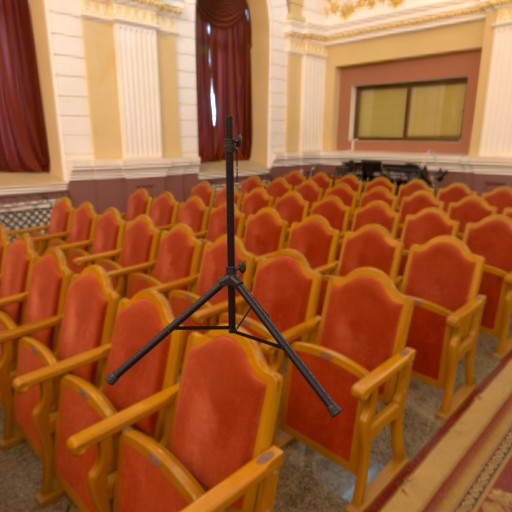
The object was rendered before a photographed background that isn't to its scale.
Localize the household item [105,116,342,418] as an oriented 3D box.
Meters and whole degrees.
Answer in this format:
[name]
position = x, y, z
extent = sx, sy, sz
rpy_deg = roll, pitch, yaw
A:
[household item]
position = 0.000, 0.000, 1.868
extent = 1.045, 1.136, 0.907
rpy_deg = -14, 20, -43
